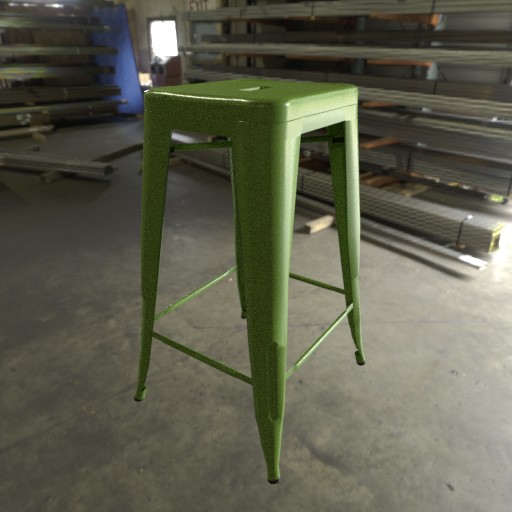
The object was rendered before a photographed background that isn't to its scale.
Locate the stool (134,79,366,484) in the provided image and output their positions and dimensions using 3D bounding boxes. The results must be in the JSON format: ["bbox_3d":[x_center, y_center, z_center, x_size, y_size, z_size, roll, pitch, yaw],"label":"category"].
[{"bbox_3d":[0.000,0.000,0.850,0.358,0.609,0.398,17,31,31],"label":"stool"}]
